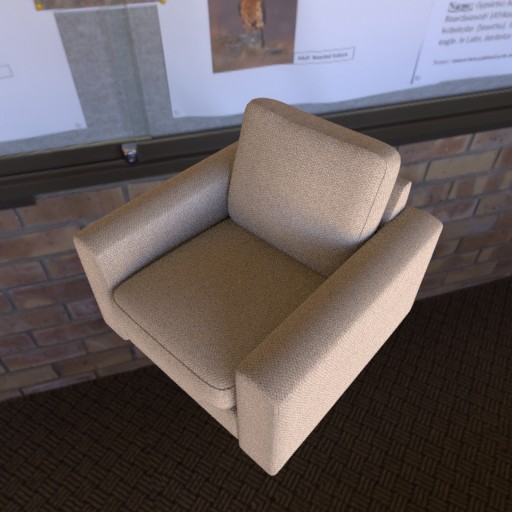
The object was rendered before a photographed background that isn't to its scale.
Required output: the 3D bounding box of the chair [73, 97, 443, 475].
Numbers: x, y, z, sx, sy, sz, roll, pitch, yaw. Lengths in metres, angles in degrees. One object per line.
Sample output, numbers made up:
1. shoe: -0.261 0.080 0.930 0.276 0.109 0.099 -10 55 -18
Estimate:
1. chair: 0.000 0.000 1.722 1.005 0.873 1.016 32 53 28
